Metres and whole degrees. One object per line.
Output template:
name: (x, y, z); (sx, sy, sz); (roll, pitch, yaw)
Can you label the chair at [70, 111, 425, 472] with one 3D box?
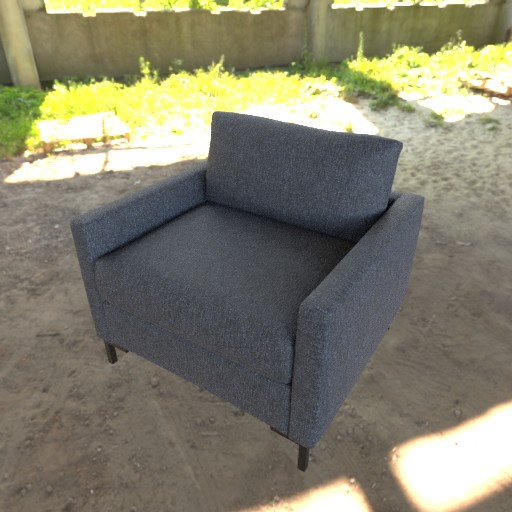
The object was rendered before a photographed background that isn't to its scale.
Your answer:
chair: (0.000, 0.000, 1.626); (0.963, 0.861, 0.866); (18, 35, 28)
